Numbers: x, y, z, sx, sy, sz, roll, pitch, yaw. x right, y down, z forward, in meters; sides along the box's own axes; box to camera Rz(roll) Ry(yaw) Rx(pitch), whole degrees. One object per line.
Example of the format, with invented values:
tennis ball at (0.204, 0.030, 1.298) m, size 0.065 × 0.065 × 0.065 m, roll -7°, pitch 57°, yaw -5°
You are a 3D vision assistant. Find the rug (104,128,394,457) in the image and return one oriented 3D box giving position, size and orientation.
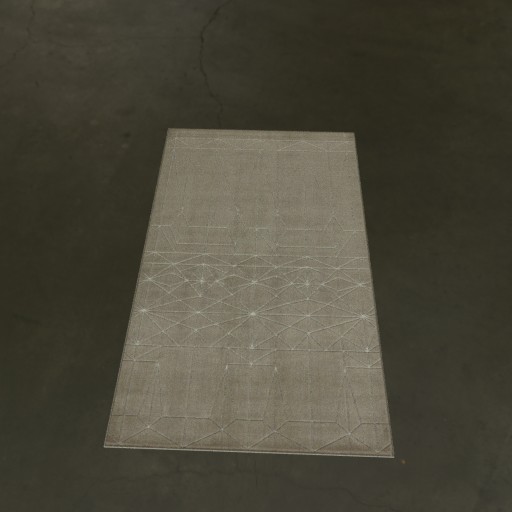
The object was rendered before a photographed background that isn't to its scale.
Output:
rug at (0.000, 0.000, 2.977) m, size 1.524 × 0.012 × 2.438 m, roll 2°, pitch 58°, yaw 1°
